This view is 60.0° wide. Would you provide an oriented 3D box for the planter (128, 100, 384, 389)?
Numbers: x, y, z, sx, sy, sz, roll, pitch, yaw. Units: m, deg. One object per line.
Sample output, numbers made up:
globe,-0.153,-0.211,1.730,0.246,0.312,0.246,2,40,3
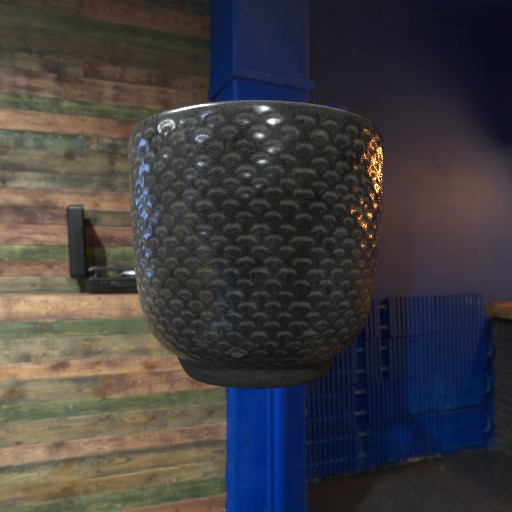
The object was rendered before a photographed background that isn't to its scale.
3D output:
planter,0.000,0.000,0.252,0.140,0.129,0.140,0,0,0
